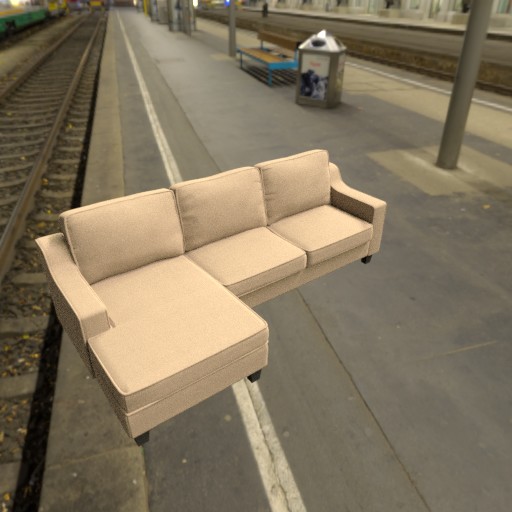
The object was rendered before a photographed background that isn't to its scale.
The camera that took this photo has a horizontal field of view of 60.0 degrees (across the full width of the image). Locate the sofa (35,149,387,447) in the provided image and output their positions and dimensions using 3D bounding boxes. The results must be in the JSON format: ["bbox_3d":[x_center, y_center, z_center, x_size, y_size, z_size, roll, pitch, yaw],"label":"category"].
[{"bbox_3d":[0.000,0.000,3.168,2.561,0.928,1.294,-21,36,-31],"label":"sofa"}]
